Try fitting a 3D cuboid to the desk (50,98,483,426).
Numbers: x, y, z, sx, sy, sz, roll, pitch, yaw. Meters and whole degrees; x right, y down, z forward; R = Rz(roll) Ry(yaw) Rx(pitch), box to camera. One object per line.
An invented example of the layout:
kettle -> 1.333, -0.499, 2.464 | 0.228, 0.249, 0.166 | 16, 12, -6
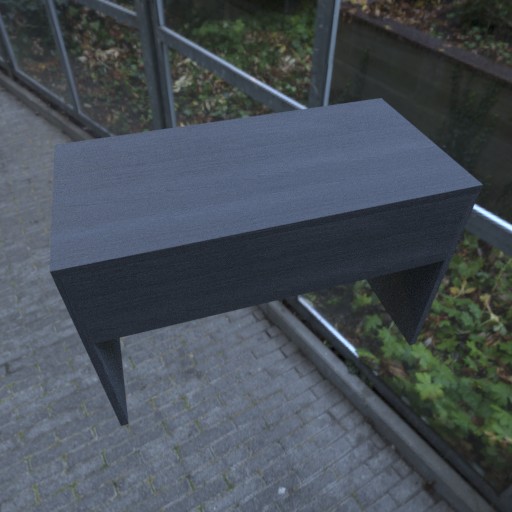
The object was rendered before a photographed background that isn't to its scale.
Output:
desk -> 0.000, 0.000, 1.513 | 1.099, 0.729, 0.557 | -12, 45, -12
